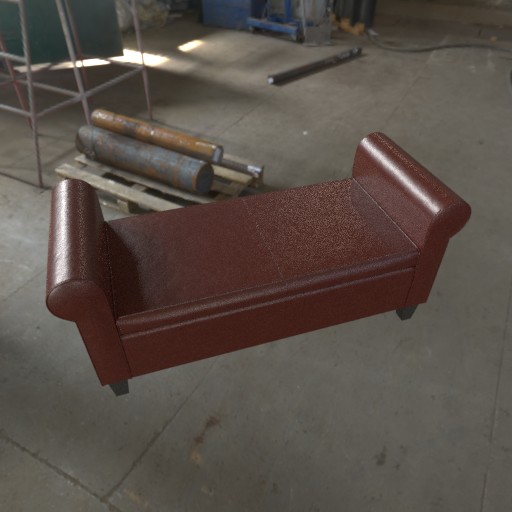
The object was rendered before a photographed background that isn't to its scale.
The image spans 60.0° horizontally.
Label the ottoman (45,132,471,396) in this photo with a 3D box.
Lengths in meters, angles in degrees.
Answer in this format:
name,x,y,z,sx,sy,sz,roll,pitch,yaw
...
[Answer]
name,x,y,z,sx,sy,sz,roll,pitch,yaw
ottoman,0.000,0.000,1.561,1.256,0.547,0.521,-12,42,-13
